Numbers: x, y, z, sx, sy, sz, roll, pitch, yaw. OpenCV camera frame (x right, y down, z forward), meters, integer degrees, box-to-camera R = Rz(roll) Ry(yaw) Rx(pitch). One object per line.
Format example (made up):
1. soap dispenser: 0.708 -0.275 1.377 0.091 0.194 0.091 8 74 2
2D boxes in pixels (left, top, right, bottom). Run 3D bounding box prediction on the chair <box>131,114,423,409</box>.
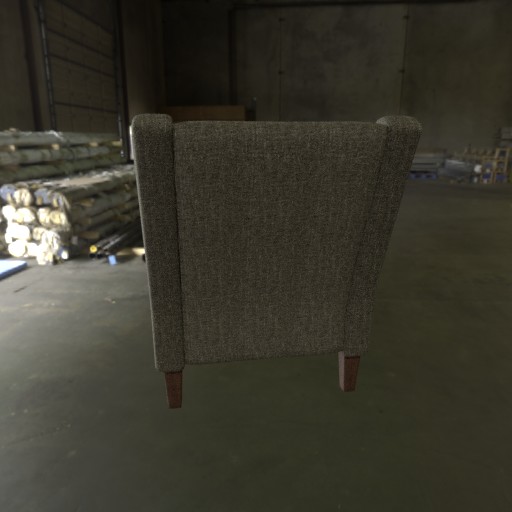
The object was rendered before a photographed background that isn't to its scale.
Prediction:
1. chair: 0.000 0.000 1.723 0.793 1.012 0.944 -3 15 -9
